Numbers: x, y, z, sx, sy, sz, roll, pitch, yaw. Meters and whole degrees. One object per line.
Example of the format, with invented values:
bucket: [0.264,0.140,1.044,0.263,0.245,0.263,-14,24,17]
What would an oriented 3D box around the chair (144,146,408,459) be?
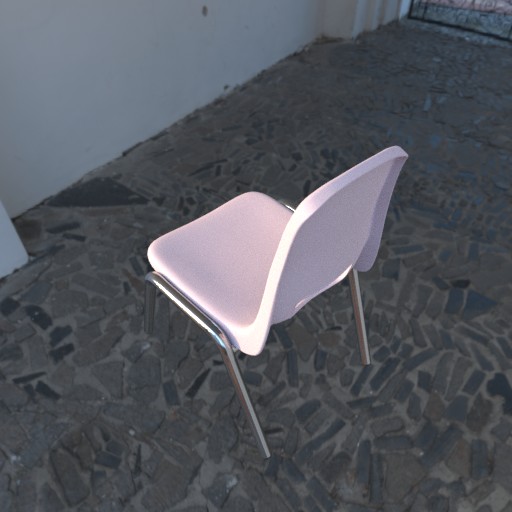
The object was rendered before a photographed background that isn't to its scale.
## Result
chair: [0.000,0.000,0.833,0.354,0.586,0.423,-32,53,-28]
